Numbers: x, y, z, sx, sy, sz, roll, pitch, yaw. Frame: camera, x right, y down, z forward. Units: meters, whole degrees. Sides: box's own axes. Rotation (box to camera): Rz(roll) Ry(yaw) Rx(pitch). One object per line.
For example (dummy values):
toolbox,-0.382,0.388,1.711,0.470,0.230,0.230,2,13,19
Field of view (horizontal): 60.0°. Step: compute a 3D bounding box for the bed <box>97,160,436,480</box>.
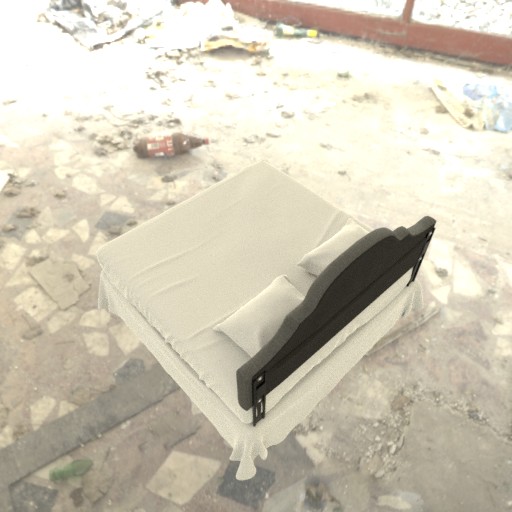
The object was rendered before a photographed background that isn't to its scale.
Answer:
bed,0.000,0.000,3.723,2.303,1.631,2.222,-34,55,-28
